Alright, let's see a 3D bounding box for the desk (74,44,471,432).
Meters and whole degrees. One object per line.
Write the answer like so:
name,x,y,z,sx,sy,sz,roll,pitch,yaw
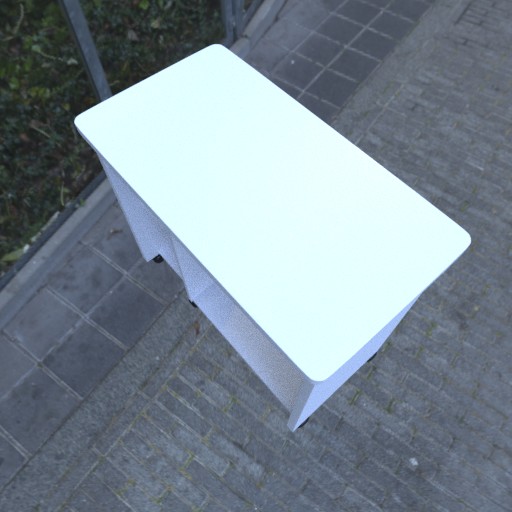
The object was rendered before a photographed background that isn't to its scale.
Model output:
desk,0.000,0.000,1.350,0.475,0.763,0.877,-37,67,-19
